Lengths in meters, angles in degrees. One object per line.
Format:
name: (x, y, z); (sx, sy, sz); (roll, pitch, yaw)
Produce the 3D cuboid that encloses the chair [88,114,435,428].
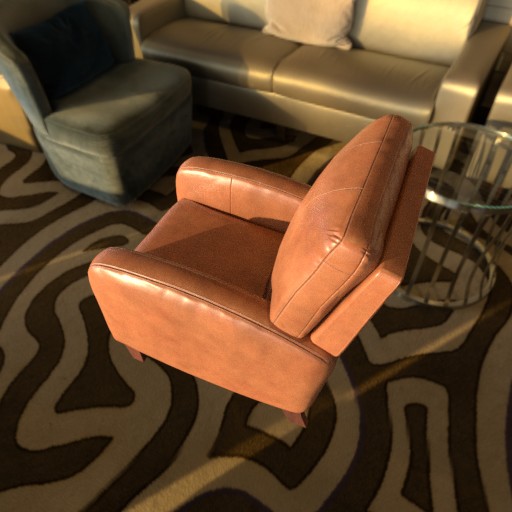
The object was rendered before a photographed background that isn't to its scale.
chair: (0.000, 0.000, 1.638); (0.990, 0.990, 0.762); (17, 49, 16)
